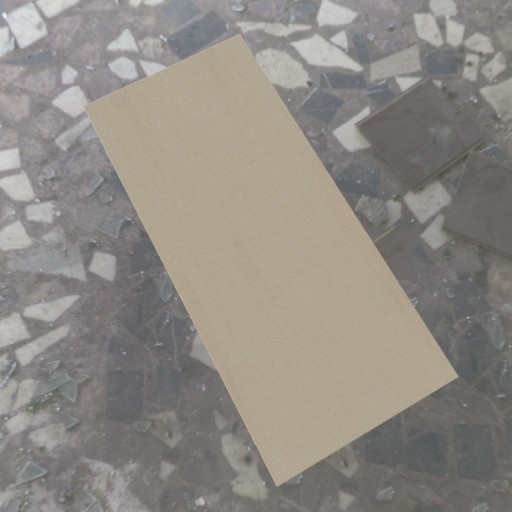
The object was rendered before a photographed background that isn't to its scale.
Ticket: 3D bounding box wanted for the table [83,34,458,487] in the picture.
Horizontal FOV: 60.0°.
[{"bbox_3d":[0.000,0.000,1.288,0.457,0.483,1.016,-28,77,-7],"label":"table"}]
